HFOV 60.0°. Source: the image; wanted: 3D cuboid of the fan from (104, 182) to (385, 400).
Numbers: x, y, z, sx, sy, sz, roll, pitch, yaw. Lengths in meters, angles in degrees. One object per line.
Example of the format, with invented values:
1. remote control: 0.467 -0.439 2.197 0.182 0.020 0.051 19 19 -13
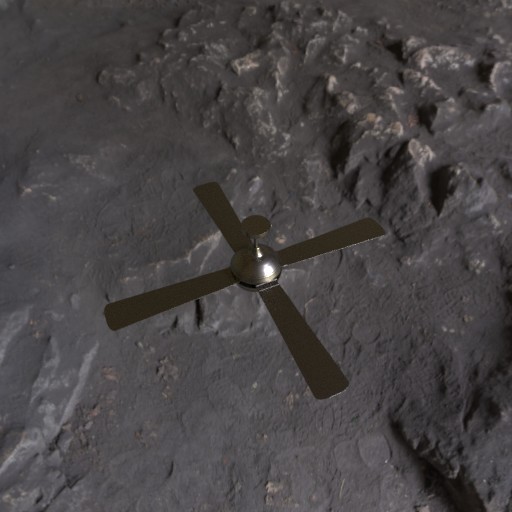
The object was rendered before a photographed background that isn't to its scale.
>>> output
1. fan: 0.000 0.000 1.994 1.321 0.381 1.321 -3 47 -3
